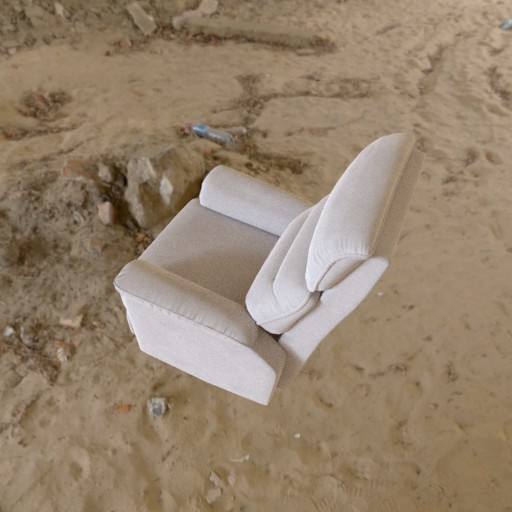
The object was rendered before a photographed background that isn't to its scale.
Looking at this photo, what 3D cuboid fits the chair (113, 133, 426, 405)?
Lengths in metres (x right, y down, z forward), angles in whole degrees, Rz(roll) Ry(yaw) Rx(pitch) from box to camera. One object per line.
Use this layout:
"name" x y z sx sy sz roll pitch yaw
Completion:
"chair" 0.000 0.000 1.761 1.001 1.039 0.820 18 48 17
